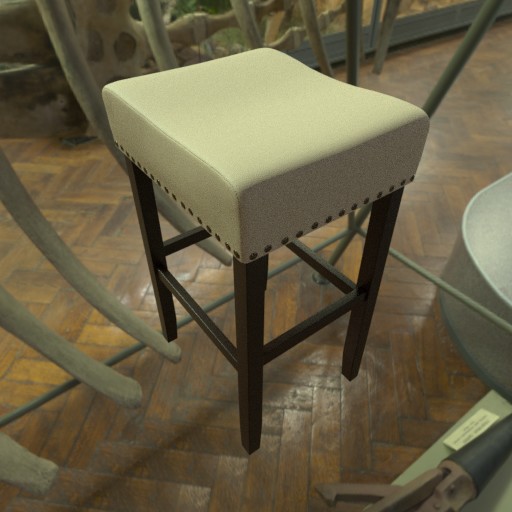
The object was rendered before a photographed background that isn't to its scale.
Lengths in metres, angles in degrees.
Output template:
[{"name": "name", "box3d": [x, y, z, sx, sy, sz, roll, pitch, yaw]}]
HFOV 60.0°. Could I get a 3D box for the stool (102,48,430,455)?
[{"name": "stool", "box3d": [0.000, 0.000, 1.033, 0.401, 0.762, 0.471, -26, 48, -27]}]
